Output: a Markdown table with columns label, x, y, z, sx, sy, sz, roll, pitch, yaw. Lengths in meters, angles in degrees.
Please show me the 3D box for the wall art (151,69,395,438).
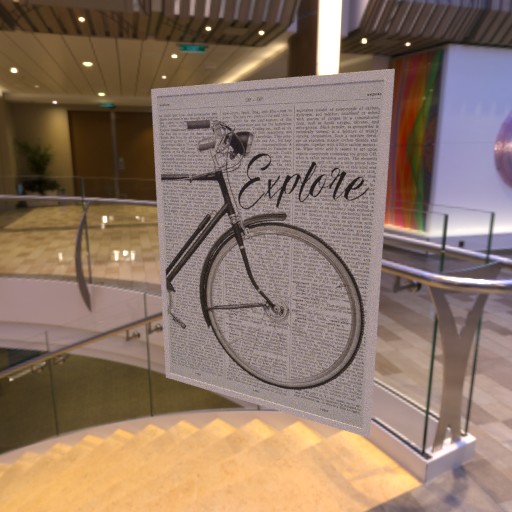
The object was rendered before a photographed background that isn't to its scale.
| label | x | y | z | sx | sy | sz | roll | pitch | yaw |
| --- | --- | --- | --- | --- | --- | --- | --- | --- | --- |
| wall art | 0.000 | 0.000 | 0.820 | 0.457 | 0.610 | 0.003 | 7 | 15 | 27 |
